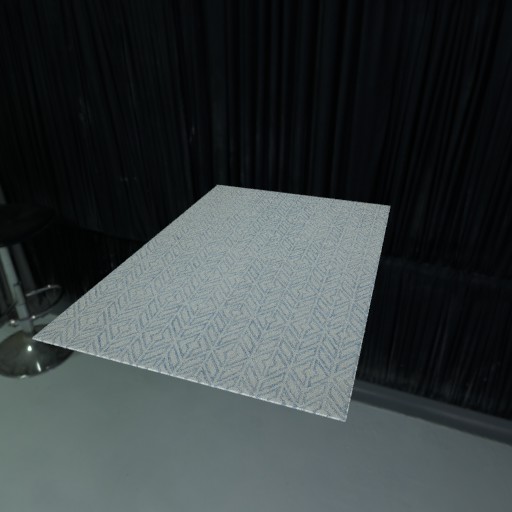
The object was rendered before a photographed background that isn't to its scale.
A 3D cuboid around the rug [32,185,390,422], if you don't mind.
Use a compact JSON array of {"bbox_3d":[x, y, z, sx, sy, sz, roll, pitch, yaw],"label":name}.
[{"bbox_3d":[0.000,0.000,2.311,1.220,0.008,1.824,10,31,17],"label":"rug"}]
